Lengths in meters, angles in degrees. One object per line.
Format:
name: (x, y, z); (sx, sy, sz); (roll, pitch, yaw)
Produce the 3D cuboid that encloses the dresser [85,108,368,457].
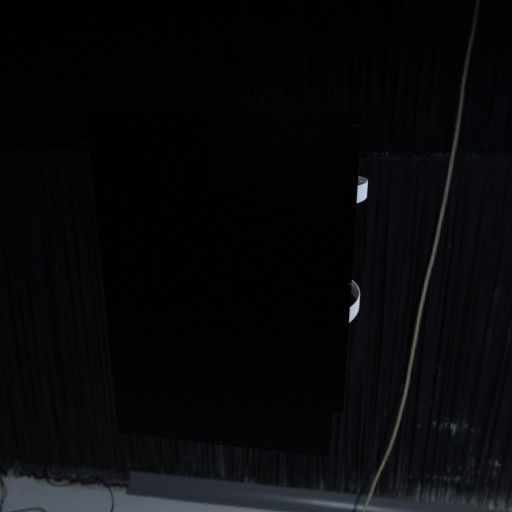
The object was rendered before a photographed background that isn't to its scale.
dresser: (0.000, 0.000, 0.772); (0.360, 0.470, 0.400); (3, 16, 9)
